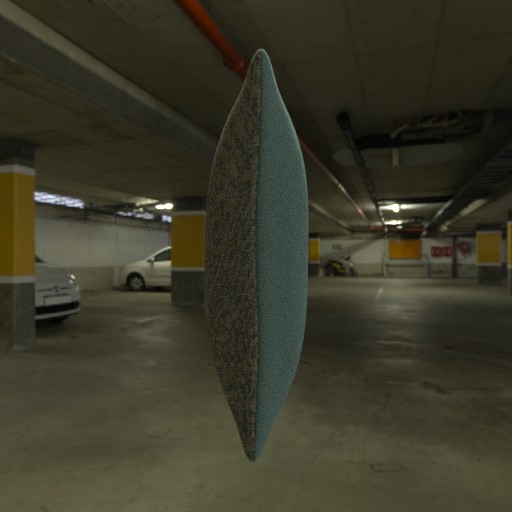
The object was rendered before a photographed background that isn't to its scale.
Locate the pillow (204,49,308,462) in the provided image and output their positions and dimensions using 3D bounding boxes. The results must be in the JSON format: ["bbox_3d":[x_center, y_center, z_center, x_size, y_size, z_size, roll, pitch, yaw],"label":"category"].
[{"bbox_3d":[0.000,0.000,0.802,0.166,0.507,0.526,0,0,0],"label":"pillow"}]
